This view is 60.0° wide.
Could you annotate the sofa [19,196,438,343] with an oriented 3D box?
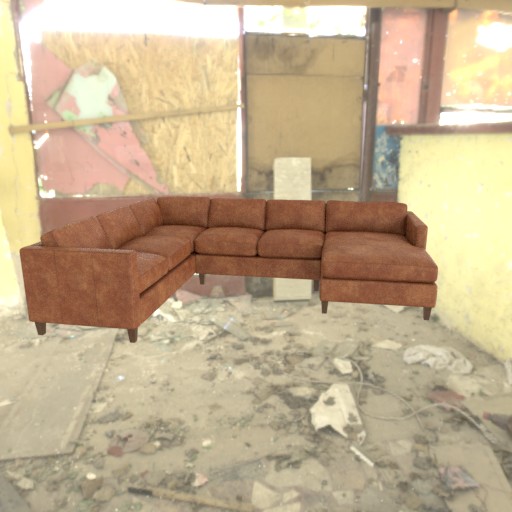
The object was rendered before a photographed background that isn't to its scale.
[{"bbox_3d":[0.000,0.000,4.401,3.324,0.888,2.452,3,15,10],"label":"sofa"}]
